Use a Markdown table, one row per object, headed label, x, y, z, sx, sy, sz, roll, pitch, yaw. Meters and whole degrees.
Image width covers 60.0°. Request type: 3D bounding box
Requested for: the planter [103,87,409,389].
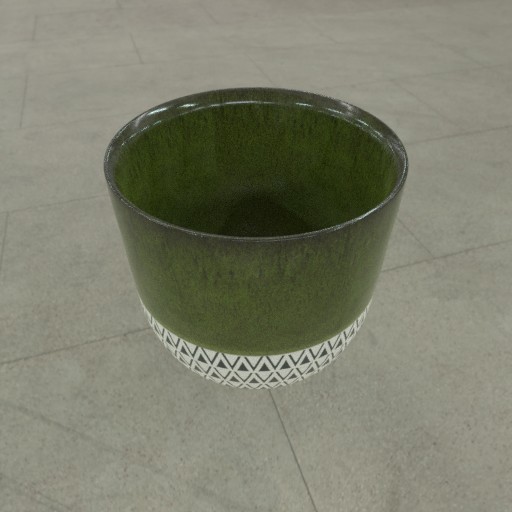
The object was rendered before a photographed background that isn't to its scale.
| label | x | y | z | sx | sy | sz | roll | pitch | yaw |
| --- | --- | --- | --- | --- | --- | --- | --- | --- | --- |
| planter | 0.000 | 0.000 | 0.487 | 0.266 | 0.270 | 0.266 | 0 | 42 | 0 |
